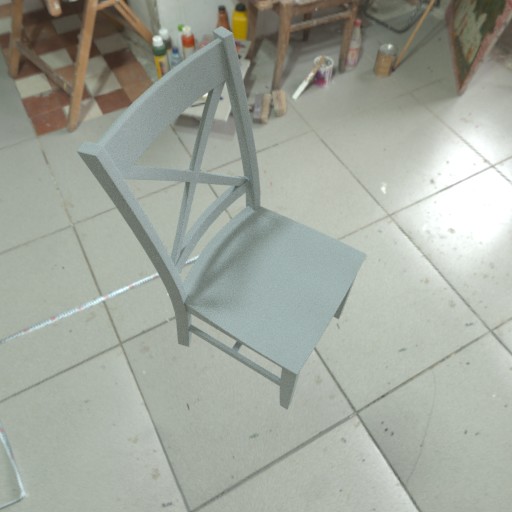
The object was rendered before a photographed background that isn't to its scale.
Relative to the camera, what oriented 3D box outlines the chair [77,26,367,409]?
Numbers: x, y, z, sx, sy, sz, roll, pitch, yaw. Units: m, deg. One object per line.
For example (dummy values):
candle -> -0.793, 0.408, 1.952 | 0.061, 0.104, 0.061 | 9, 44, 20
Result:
chair -> 0.000, 0.000, 1.289 | 0.542, 0.983, 0.485 | 28, 62, 16
